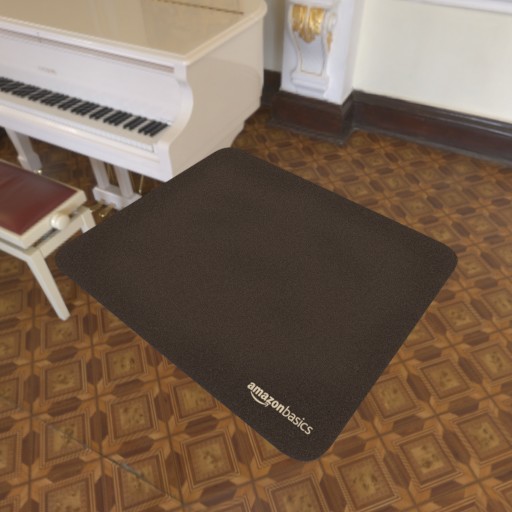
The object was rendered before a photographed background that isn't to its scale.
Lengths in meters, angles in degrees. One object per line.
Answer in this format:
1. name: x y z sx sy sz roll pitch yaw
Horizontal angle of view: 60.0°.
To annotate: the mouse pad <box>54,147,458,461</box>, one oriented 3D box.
1. mouse pad: 0.000 0.000 0.344 0.249 0.002 0.211 31 53 26
